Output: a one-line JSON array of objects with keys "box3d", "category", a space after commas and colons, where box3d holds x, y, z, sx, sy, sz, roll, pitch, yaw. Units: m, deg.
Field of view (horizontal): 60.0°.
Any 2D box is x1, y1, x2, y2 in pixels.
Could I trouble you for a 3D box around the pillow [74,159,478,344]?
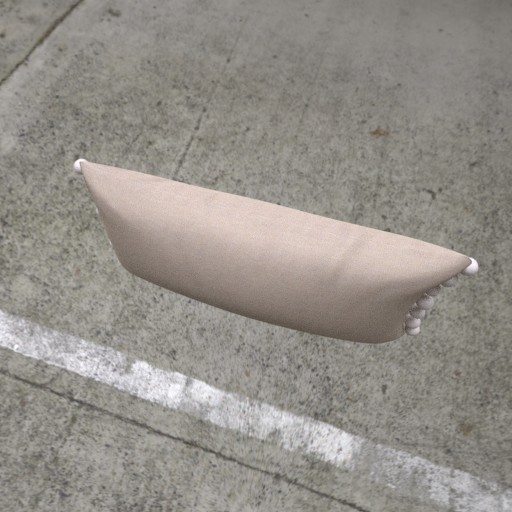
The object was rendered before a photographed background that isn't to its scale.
[{"box3d": [0.000, 0.000, 0.836, 0.709, 0.322, 0.201, 16, 60, 9], "category": "pillow"}]
